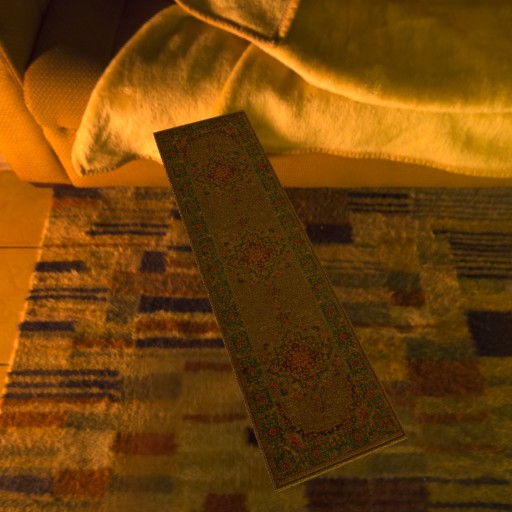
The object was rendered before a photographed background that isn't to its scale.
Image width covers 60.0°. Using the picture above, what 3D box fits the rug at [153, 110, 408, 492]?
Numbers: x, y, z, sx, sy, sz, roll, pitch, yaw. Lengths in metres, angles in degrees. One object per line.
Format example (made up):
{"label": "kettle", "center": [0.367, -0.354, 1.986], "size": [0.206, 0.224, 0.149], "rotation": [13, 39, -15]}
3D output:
{"label": "rug", "center": [0.000, 0.000, 2.523], "size": [0.659, 0.019, 2.297], "rotation": [-18, 61, -10]}
